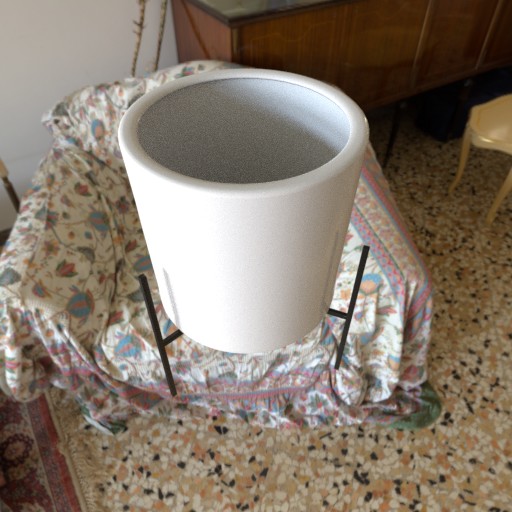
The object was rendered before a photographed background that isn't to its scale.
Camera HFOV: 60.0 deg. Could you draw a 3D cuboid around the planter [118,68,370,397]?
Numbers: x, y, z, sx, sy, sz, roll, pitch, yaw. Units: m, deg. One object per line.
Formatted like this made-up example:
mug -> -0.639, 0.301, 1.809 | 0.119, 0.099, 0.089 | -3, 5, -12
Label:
planter -> 0.000, 0.000, 0.648 | 0.308, 0.431, 0.307 | 16, 48, 15
